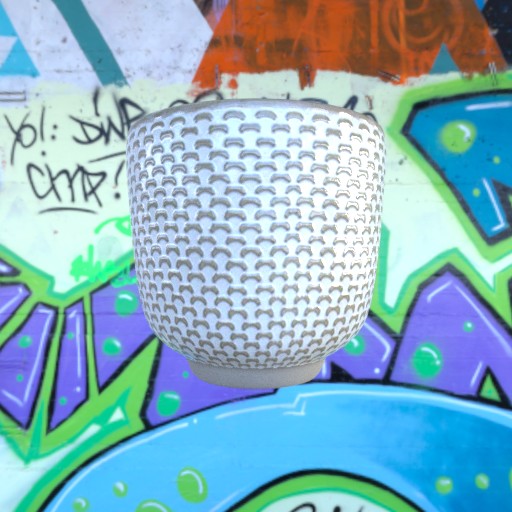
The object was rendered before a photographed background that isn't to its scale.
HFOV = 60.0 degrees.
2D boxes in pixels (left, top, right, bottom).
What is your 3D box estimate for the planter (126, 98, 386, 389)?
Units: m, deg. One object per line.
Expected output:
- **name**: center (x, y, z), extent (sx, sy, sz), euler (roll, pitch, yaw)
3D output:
- **planter**: center (0.000, 0.000, 0.307), extent (0.173, 0.160, 0.173), euler (0, 0, 0)
